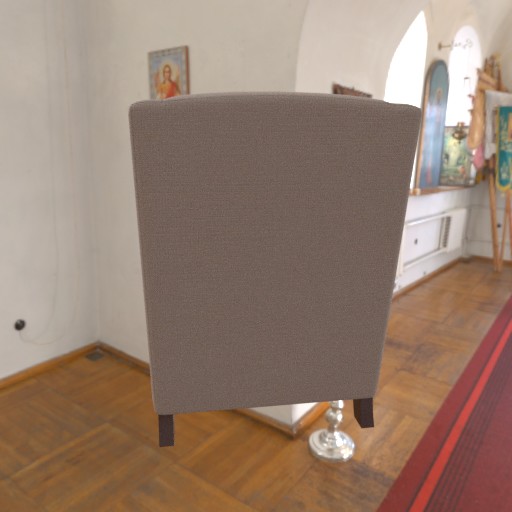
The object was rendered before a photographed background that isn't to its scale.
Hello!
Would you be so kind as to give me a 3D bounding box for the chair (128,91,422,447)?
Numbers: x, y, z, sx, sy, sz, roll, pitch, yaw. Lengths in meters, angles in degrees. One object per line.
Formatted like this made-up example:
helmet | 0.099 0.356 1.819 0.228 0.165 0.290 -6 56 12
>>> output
chair | 0.000 0.000 1.577 0.715 1.017 0.896 -2 14 -8
